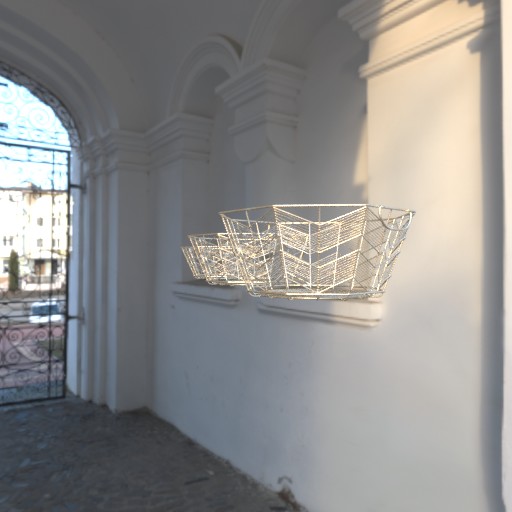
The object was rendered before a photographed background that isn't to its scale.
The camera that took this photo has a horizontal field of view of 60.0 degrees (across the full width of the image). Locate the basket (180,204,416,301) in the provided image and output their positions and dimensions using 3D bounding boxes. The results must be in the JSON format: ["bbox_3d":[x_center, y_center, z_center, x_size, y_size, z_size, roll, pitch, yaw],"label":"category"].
[{"bbox_3d":[0.000,0.000,1.371,0.432,0.178,1.246,0,0,-18],"label":"basket"}]
